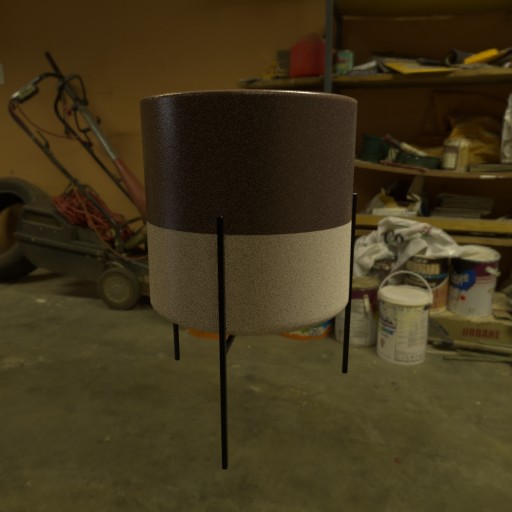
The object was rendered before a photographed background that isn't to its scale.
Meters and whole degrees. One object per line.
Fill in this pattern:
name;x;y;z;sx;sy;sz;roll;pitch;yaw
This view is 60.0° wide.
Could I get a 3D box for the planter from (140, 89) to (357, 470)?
planter;0.000;0.000;0.538;0.260;0.353;0.250;-7;16;-27
